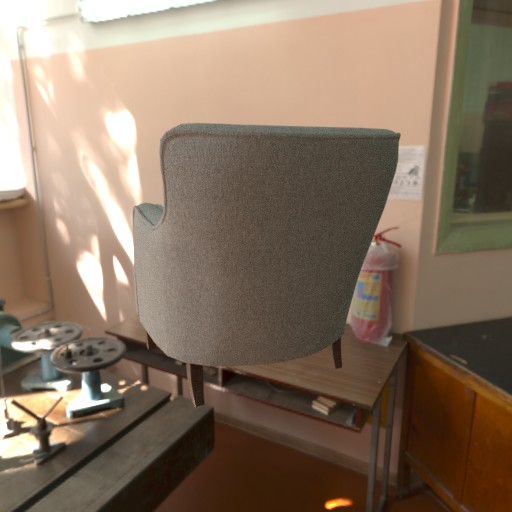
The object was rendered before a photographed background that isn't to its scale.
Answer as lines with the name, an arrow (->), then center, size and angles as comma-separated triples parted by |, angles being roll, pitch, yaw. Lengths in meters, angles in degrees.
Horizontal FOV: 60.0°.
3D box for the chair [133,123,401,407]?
chair -> 0.000, 0.000, 1.651 | 0.820, 0.920, 0.910 | -7, 15, -26
